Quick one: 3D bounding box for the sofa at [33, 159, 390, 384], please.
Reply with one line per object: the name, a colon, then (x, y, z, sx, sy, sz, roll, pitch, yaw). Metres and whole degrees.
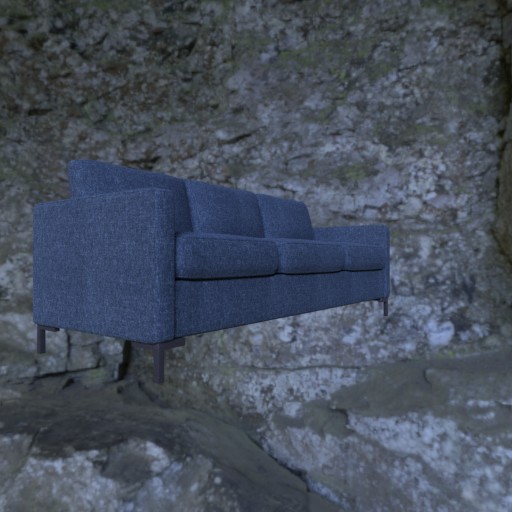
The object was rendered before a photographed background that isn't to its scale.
sofa: (0.000, 0.000, 2.607, 0.859, 0.874, 2.218, 0, 0, 37)
